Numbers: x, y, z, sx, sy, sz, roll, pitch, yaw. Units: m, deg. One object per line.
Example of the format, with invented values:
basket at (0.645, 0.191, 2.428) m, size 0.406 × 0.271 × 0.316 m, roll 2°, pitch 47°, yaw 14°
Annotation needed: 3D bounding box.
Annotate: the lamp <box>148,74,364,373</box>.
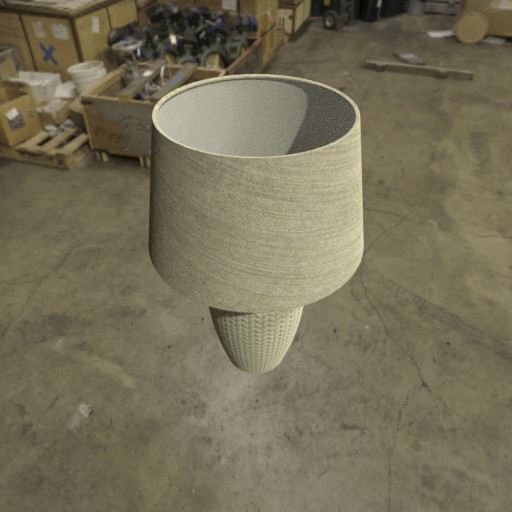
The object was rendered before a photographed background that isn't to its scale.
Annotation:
lamp at (0.000, 0.000, 0.852) m, size 0.390 × 0.580 × 0.390 m, roll 0°, pitch 41°, yaw 0°
